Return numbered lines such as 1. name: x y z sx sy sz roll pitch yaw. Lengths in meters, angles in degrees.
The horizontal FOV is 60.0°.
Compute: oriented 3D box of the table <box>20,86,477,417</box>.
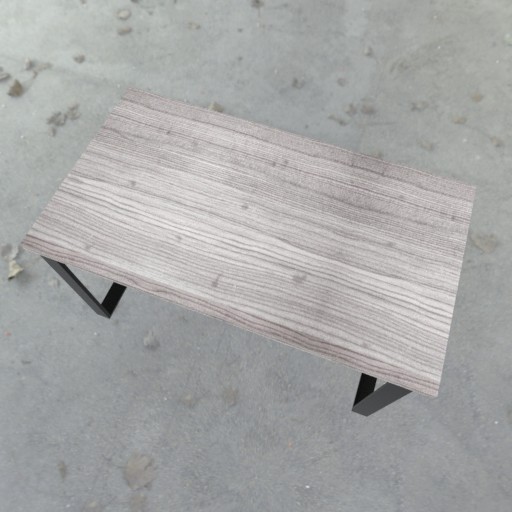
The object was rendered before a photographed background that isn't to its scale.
1. table: 0.000 0.000 2.064 1.579 0.736 0.881 19 65 9
